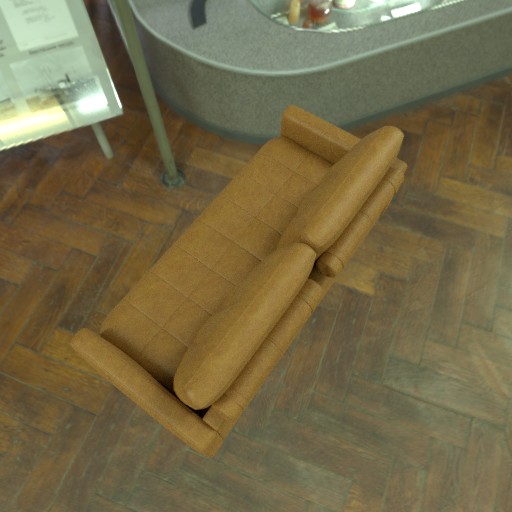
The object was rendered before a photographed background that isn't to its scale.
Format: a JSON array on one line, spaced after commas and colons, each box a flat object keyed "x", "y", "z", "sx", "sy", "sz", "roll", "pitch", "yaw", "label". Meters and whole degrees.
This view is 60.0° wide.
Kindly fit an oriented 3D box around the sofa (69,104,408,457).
[{"x": 0.000, "y": 0.000, "z": 2.308, "sx": 0.850, "sy": 0.898, "sz": 1.821, "roll": 33, "pitch": 68, "yaw": 15, "label": "sofa"}]
